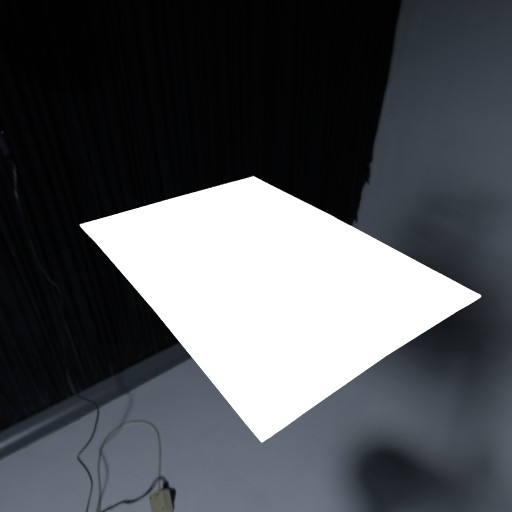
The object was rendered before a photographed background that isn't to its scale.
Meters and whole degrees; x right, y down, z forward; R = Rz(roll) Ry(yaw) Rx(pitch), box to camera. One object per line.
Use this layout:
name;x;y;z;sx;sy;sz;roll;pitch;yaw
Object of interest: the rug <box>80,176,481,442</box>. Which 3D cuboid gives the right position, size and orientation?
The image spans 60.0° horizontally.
rug;0.000;0.000;3.717;2.032;0.038;2.869;-21;38;-30
